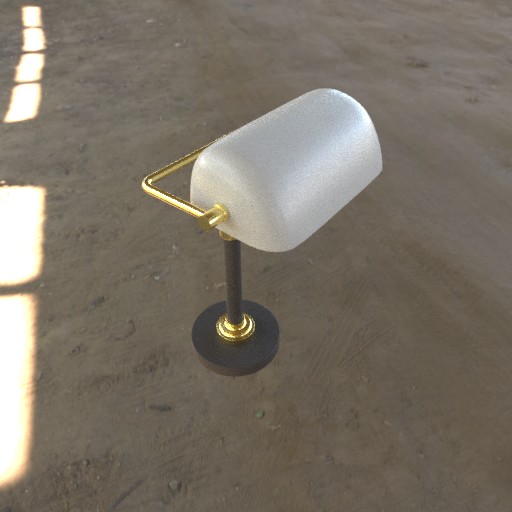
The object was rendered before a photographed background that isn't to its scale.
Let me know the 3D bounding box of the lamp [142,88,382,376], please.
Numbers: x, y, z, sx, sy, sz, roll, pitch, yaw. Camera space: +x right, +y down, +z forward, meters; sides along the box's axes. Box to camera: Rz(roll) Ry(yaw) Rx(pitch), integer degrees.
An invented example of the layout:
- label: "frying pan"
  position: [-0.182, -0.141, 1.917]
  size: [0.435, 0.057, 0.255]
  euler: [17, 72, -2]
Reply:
- label: "lamp"
  position: [0.000, 0.000, 0.579]
  size: [0.227, 0.404, 0.269]
  euler: [27, 47, 28]
